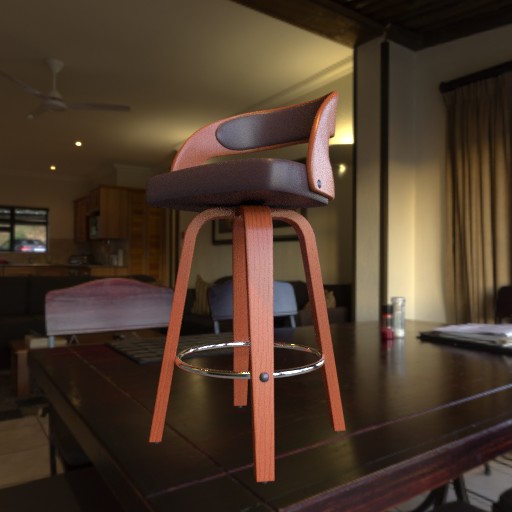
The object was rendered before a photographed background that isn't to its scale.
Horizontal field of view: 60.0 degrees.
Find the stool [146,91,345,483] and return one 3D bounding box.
[{"bbox_3d":[0.000,0.000,1.182,0.457,0.940,0.457,0,-1,37],"label":"stool"}]
